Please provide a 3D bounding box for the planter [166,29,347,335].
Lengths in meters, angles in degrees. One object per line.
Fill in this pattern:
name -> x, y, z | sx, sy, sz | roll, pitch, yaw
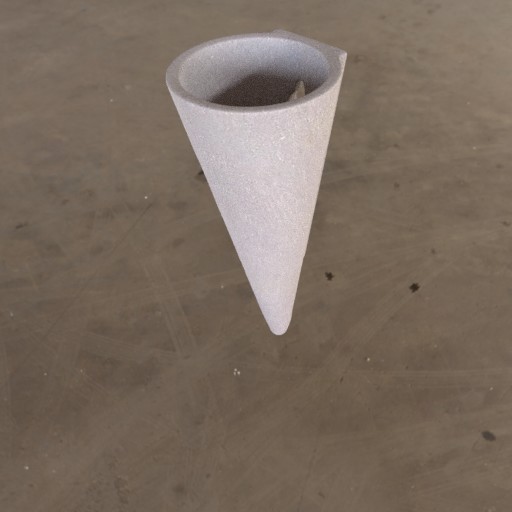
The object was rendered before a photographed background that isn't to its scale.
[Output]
planter -> 0.000, 0.000, 0.300 | 0.078, 0.259, 0.087 | 33, 55, 27
